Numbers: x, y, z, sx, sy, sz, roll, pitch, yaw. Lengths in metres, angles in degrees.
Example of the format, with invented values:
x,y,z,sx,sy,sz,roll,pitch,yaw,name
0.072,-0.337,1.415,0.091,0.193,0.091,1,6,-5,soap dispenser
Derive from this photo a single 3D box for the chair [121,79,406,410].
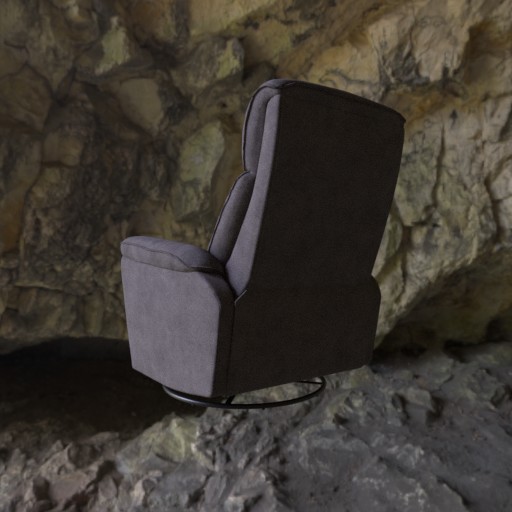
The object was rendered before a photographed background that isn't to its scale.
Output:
x,y,z,sx,sy,sz,roll,pitch,yaw,name
0.000,0.000,1.743,0.830,1.036,1.009,0,0,-35,chair
